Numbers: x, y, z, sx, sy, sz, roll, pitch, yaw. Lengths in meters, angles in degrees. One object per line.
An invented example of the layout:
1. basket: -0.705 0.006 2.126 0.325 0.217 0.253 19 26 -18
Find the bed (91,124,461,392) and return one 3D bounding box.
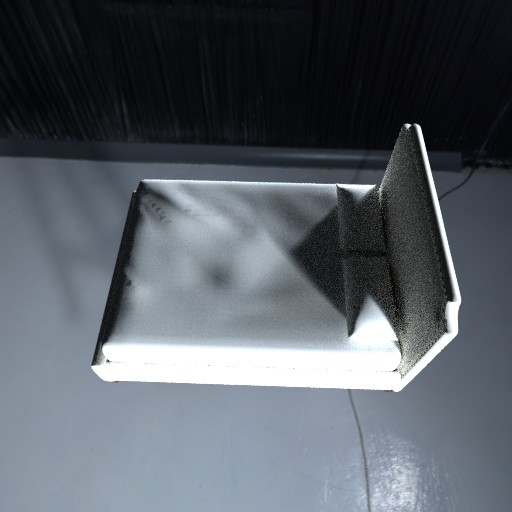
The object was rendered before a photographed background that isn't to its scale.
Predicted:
1. bed: 0.000 0.000 3.431 2.365 1.443 1.712 2 58 1
